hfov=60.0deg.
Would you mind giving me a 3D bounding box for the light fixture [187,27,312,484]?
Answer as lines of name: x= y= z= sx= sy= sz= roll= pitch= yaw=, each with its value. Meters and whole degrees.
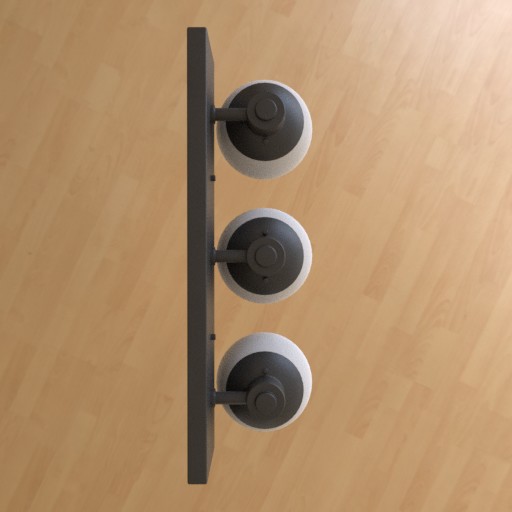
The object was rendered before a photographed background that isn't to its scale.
light fixture: x=0.000 y=0.000 z=0.829 sx=0.218 sy=0.263 sz=0.721 roll=0 pitch=90 yaw=0
